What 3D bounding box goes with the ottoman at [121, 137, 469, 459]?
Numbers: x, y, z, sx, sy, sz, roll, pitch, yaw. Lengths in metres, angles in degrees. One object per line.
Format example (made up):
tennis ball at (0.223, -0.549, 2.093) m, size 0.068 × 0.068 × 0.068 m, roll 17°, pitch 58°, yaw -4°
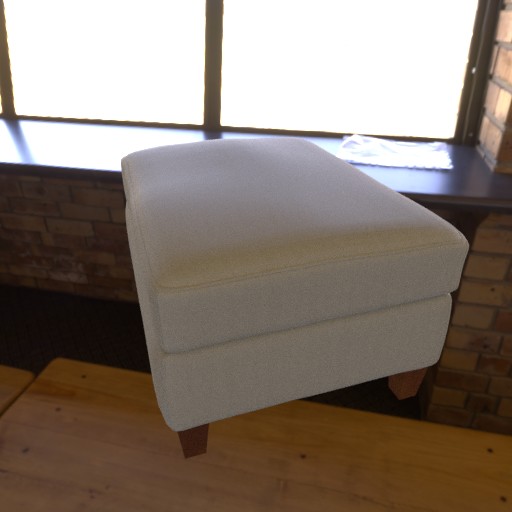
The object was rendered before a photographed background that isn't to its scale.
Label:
ottoman at (0.000, 0.000, 1.189) m, size 0.634 × 0.496 × 0.818 m, roll -9°, pitch 30°, yaw -16°
